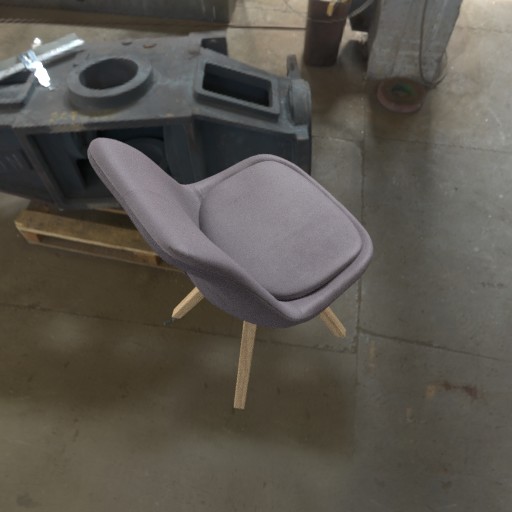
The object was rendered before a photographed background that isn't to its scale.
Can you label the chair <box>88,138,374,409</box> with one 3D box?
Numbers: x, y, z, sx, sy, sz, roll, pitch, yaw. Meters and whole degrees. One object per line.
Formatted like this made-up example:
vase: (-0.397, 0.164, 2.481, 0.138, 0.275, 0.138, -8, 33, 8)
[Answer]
chair: (0.000, 0.000, 1.151, 0.547, 0.865, 0.483, -32, 63, -18)
